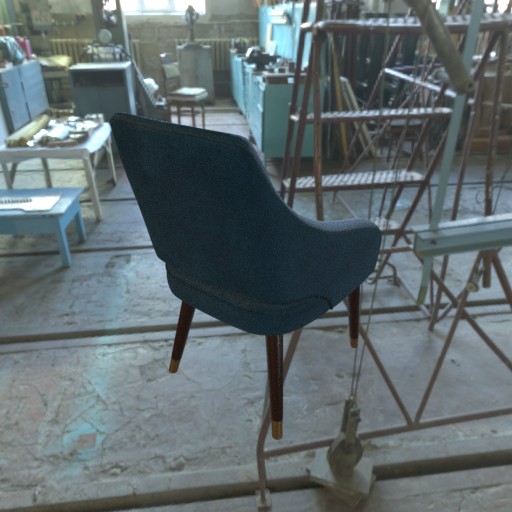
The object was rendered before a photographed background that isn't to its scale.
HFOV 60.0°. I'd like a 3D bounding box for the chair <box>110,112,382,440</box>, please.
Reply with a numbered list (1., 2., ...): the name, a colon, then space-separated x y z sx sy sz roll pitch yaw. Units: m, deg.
1. chair: 0.000 0.000 1.602 0.683 1.081 0.794 21 35 32
